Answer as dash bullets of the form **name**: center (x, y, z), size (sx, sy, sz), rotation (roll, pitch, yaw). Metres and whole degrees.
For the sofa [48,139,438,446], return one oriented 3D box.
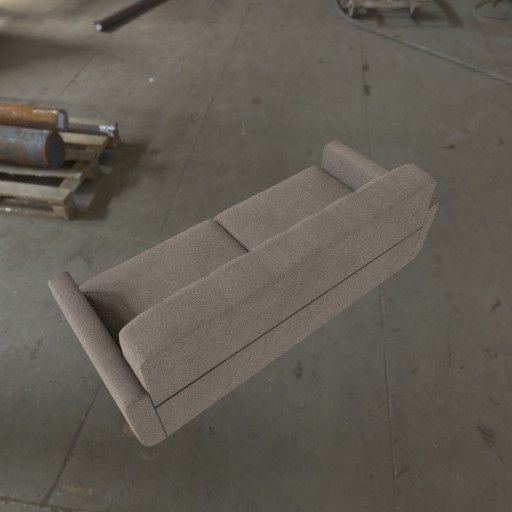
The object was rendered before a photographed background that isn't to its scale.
- **sofa**: center (0.000, 0.000, 2.523), size (2.029, 0.841, 0.909), rotation (-30, 54, -25)
